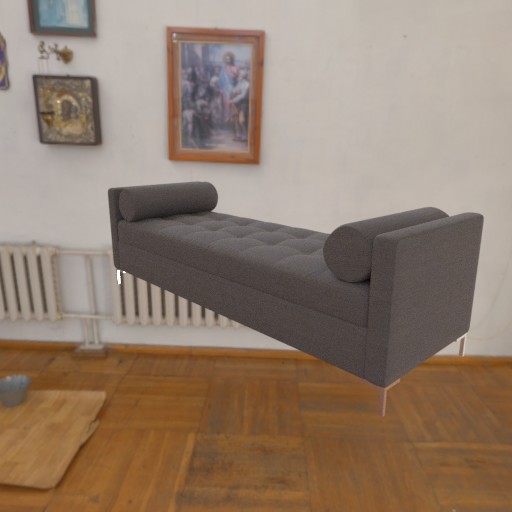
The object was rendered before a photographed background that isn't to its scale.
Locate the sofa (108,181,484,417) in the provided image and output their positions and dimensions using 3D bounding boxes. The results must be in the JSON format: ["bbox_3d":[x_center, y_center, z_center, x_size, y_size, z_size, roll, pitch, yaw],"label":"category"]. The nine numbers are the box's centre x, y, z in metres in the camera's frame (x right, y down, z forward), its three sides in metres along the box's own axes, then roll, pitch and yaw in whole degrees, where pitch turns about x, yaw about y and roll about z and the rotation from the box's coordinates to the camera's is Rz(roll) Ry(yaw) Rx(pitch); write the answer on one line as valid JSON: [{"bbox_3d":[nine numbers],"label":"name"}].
[{"bbox_3d":[0.000,0.000,2.334,0.686,0.635,1.981,-13,20,-41],"label":"sofa"}]
